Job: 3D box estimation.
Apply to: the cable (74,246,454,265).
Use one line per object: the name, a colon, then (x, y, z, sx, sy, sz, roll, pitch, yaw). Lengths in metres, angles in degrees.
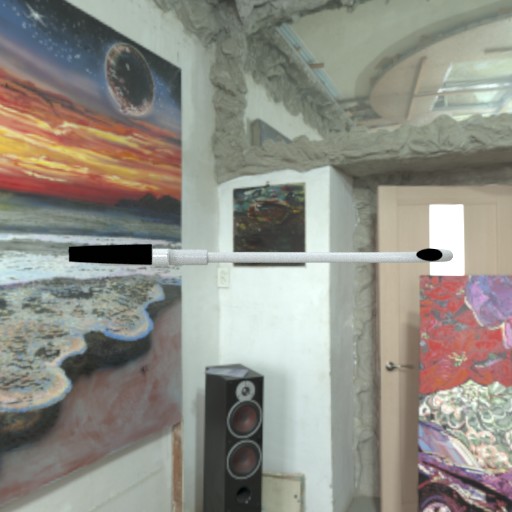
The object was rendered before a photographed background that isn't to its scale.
cable: (0.000, 0.000, 0.111, 0.098, 0.006, 0.040, 0, -2, -2)
